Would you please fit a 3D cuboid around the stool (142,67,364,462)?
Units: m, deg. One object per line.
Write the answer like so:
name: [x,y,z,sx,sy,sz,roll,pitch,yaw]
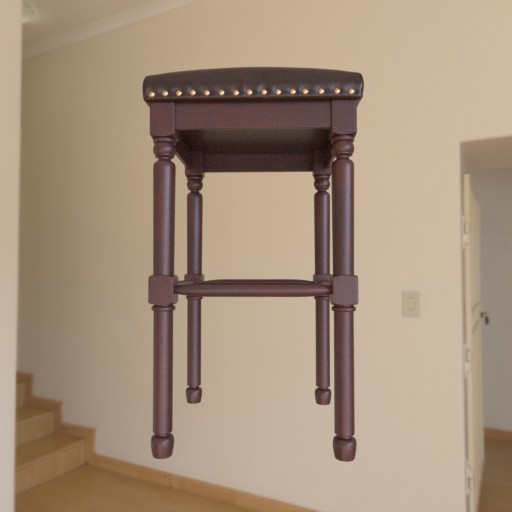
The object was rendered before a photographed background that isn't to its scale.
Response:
stool: [0.000,0.000,0.933,0.383,0.702,0.382,0,-2,2]
